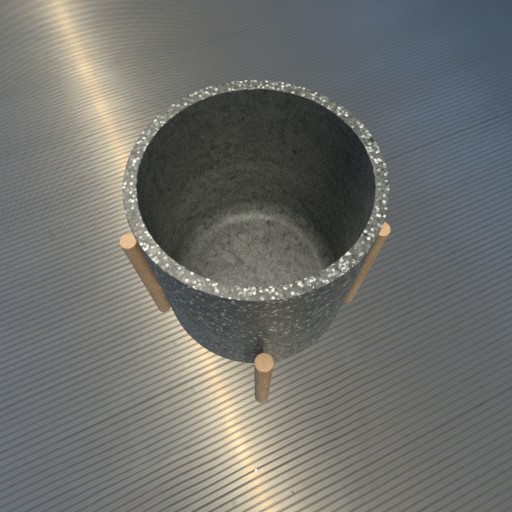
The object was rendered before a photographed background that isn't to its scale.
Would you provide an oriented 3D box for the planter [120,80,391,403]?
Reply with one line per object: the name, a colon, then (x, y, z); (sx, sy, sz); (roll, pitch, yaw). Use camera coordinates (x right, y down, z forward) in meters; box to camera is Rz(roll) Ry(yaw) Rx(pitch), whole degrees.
planter: (0.000, 0.000, 0.695); (0.360, 0.419, 0.360); (18, 66, 8)
